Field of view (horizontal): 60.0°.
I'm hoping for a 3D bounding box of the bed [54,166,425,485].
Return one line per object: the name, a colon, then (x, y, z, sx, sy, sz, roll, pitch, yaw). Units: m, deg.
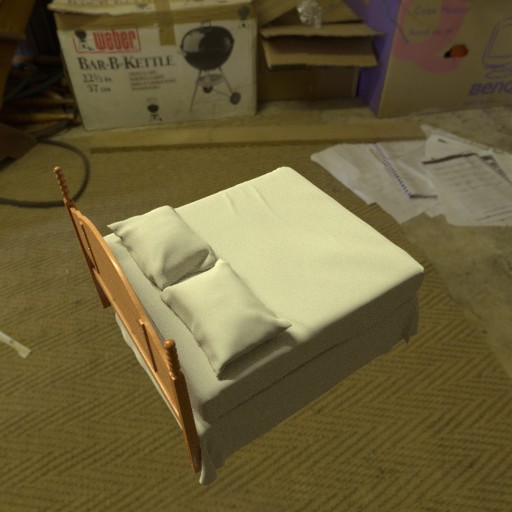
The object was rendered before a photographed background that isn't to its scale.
bed: (0.000, 0.000, 3.196, 2.040, 1.356, 1.873, -25, 49, -24)
